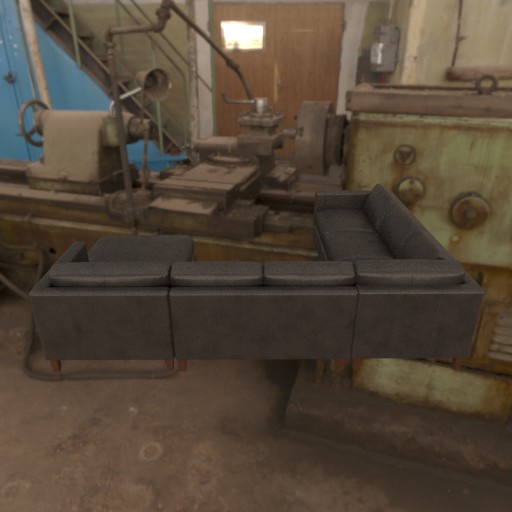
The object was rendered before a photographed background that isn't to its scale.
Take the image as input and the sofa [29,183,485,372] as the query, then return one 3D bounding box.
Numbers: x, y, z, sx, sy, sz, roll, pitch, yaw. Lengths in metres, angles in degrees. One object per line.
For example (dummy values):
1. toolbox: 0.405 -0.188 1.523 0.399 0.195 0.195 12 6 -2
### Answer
1. sofa: 0.000 0.000 4.433 3.324 0.891 2.452 0 26 0
